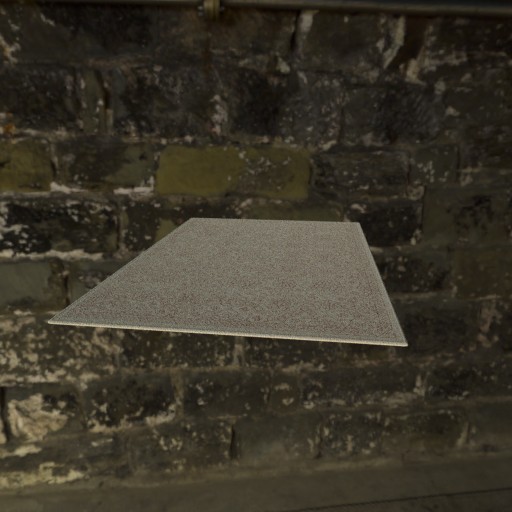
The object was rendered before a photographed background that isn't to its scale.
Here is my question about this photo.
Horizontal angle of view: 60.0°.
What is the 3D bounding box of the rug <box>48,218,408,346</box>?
[{"bbox_3d":[0.000,0.000,2.333,1.219,0.010,1.829,2,17,8],"label":"rug"}]
